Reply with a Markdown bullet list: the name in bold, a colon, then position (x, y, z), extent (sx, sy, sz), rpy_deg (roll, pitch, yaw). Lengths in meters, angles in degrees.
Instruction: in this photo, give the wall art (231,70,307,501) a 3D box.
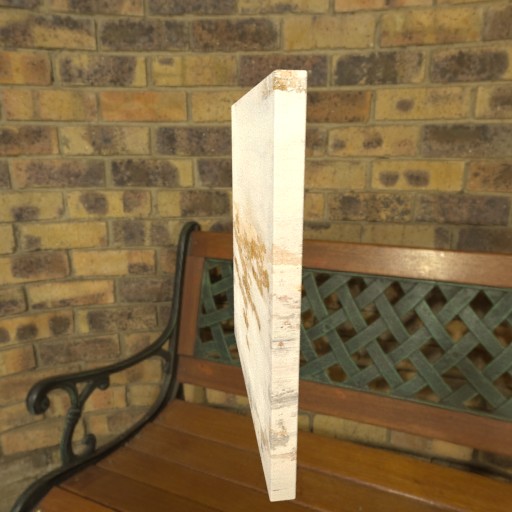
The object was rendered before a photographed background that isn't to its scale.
- **wall art**: position (0.000, 0.000, 0.891), extent (0.040, 0.613, 0.611), rpy_deg (-2, 15, -8)
